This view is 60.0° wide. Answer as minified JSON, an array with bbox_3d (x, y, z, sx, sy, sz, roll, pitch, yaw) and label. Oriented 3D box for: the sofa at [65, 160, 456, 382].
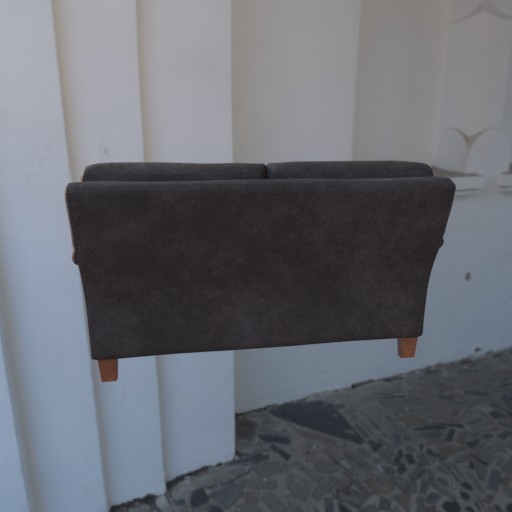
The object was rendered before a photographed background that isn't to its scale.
[{"bbox_3d":[0.000,0.000,2.580,1.853,1.101,1.084,-2,15,-9],"label":"sofa"}]
